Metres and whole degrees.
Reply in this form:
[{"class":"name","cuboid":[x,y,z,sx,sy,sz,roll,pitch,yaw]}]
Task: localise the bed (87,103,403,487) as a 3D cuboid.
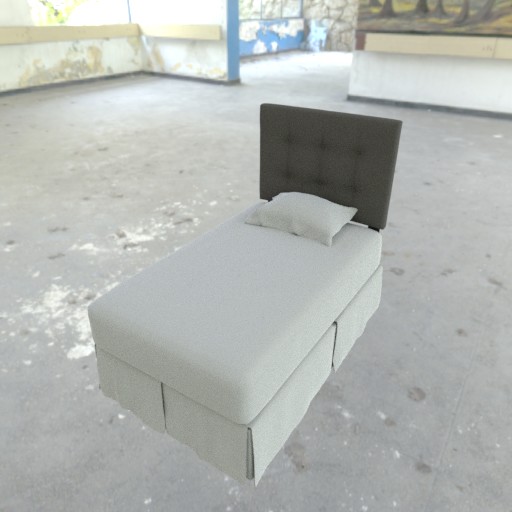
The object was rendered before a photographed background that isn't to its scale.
[{"class":"bed","cuboid":[0.000,0.000,2.985,1.261,1.571,1.997,18,34,29]}]
